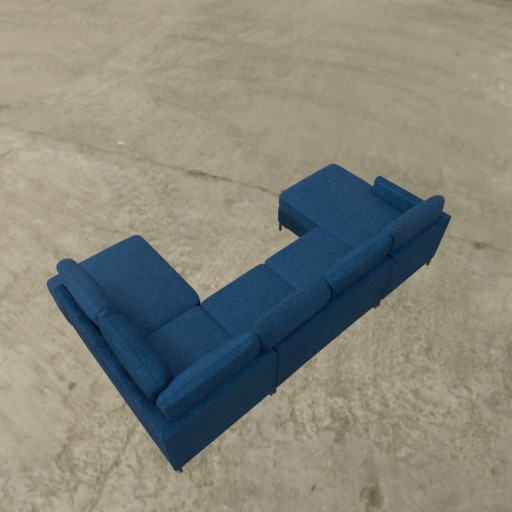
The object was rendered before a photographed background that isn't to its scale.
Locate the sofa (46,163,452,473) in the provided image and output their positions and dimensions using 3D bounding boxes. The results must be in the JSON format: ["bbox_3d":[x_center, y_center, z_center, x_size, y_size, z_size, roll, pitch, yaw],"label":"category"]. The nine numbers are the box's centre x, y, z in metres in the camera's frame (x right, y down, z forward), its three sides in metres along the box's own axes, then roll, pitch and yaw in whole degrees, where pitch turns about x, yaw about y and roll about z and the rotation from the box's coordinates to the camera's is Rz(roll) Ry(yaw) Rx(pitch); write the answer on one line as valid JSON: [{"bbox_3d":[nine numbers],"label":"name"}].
[{"bbox_3d":[0.000,0.000,4.351,3.434,0.992,2.055,-33,55,-26],"label":"sofa"}]
